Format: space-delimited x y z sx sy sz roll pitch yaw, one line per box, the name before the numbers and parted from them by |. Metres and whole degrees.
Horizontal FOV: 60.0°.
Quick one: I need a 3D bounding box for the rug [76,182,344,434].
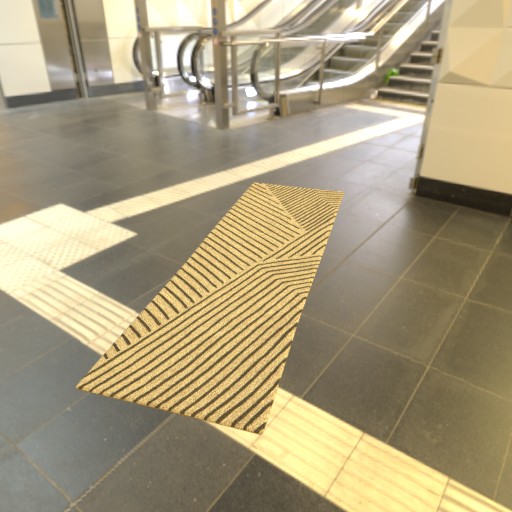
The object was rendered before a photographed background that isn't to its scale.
rug | 0.000 0.000 2.669 0.773 0.020 2.439 8 30 14
